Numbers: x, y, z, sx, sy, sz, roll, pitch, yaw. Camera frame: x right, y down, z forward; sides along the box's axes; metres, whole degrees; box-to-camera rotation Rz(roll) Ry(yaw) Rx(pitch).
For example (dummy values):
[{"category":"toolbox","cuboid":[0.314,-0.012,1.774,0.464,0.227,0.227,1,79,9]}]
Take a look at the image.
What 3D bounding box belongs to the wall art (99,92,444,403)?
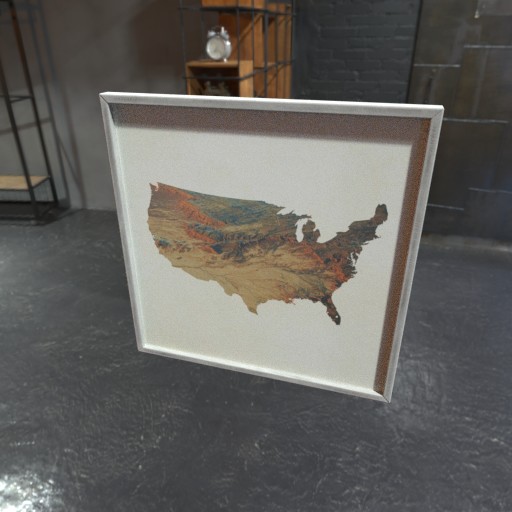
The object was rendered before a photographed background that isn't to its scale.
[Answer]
[{"category":"wall art","cuboid":[0.000,0.000,0.450,0.303,0.303,0.015,8,28,15]}]
